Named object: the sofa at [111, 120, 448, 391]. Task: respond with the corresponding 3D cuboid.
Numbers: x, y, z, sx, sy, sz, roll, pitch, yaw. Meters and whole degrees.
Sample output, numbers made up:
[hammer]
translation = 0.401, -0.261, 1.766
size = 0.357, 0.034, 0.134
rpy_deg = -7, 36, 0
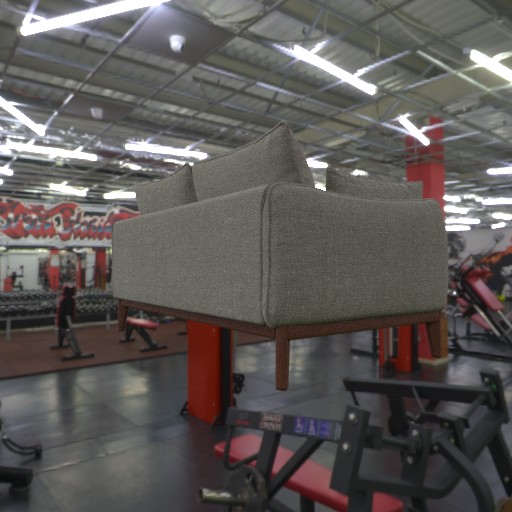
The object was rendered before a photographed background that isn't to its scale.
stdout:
[sofa]
translation = 0.000, 0.000, 2.193
size = 0.972, 0.851, 1.580
rpy_deg = 1, -1, -36
